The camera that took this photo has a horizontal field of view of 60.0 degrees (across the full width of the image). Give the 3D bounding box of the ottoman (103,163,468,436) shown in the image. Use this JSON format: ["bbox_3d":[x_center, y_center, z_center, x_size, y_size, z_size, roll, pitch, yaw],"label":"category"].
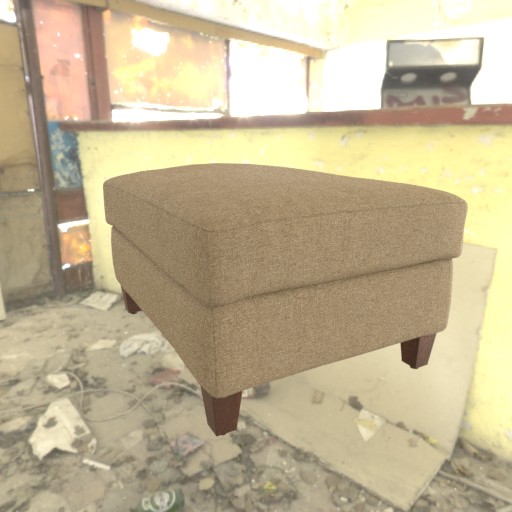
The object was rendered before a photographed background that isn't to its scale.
[{"bbox_3d":[0.000,0.000,1.294,0.692,0.511,0.889,-8,17,-28],"label":"ottoman"}]
